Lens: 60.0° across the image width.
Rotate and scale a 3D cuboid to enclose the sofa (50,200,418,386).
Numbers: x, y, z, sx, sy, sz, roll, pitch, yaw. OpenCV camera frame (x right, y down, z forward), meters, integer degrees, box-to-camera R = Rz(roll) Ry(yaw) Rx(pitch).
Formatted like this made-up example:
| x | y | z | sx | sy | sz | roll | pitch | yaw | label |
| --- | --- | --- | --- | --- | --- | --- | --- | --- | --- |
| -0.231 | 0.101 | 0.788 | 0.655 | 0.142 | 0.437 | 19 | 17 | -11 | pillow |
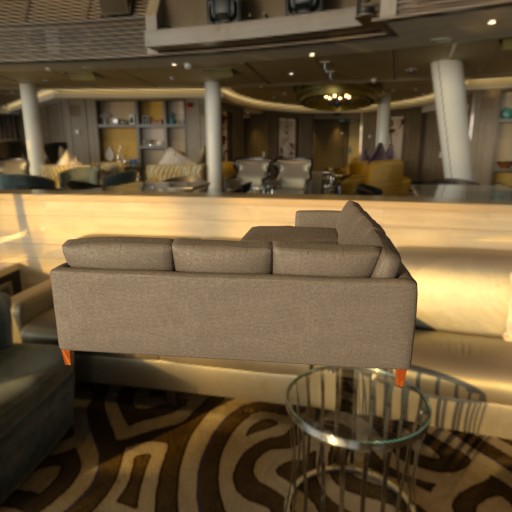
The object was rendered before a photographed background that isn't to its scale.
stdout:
| x | y | z | sx | sy | sz | roll | pitch | yaw | label |
| --- | --- | --- | --- | --- | --- | --- | --- | --- | --- |
| 0.000 | 0.000 | 4.714 | 2.594 | 0.961 | 3.460 | 2 | 14 | 7 | sofa |
